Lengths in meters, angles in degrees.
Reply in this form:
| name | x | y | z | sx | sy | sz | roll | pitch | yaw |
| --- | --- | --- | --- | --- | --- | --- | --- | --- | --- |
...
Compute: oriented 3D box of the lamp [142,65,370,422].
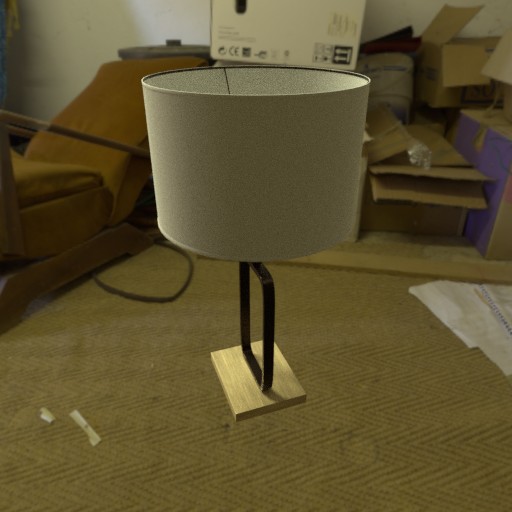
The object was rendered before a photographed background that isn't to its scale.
| name | x | y | z | sx | sy | sz | roll | pitch | yaw |
| --- | --- | --- | --- | --- | --- | --- | --- | --- | --- |
| lamp | 0.000 | 0.000 | 0.674 | 0.279 | 0.508 | 0.279 | -10 | 30 | -17 |
